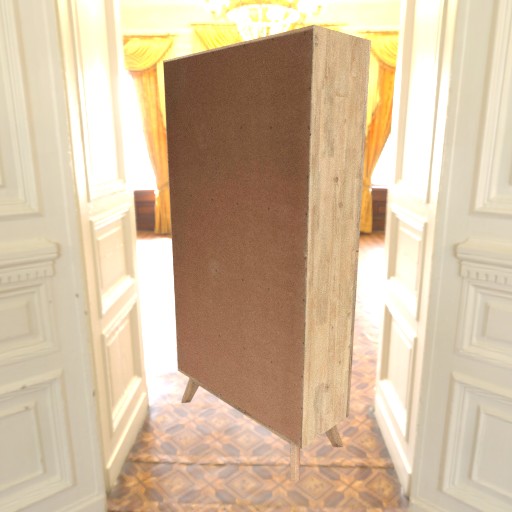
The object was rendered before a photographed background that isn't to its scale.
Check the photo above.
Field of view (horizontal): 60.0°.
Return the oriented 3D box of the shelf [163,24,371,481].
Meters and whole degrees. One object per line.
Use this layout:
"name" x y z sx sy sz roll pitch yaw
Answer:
"shelf" 0.000 0.000 1.727 0.308 1.471 0.748 -13 20 -42
